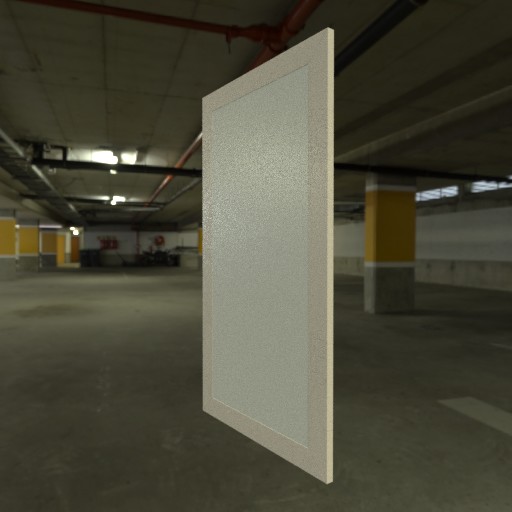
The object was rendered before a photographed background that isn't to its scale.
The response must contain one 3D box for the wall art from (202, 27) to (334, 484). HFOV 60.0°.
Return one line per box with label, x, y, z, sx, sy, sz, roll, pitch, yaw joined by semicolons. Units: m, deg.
wall art;0.000;0.000;0.820;0.013;0.683;0.380;-1;1;-36
